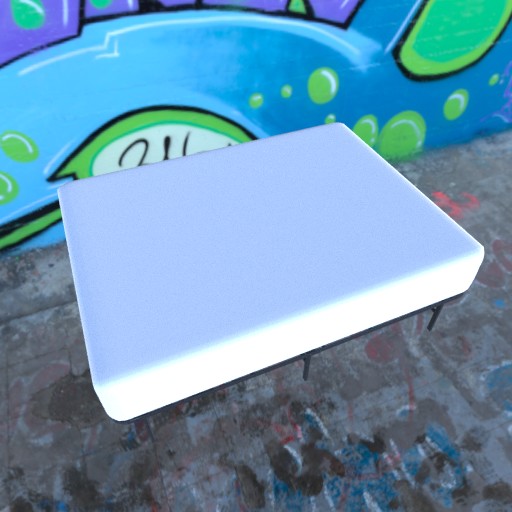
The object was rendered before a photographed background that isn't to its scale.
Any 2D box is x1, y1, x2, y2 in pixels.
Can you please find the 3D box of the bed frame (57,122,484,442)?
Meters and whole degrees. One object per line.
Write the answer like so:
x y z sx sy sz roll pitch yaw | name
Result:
0.000 0.000 2.749 2.037 0.677 1.528 -17 47 -16 | bed frame
